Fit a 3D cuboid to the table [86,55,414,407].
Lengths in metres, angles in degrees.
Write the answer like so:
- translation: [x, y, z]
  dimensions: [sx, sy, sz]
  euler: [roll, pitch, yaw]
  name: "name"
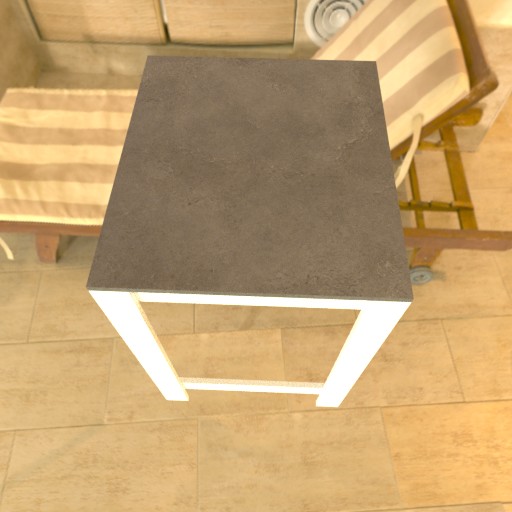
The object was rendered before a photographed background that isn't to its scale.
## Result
- translation: [0.000, 0.000, 1.587]
  dimensions: [0.700, 1.020, 0.800]
  euler: [2, 59, 1]
  name: "table"
